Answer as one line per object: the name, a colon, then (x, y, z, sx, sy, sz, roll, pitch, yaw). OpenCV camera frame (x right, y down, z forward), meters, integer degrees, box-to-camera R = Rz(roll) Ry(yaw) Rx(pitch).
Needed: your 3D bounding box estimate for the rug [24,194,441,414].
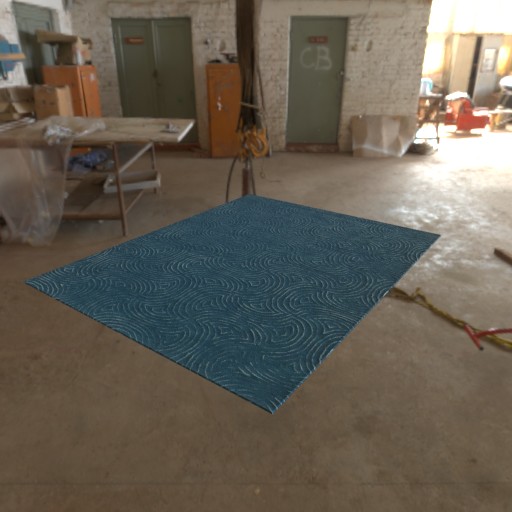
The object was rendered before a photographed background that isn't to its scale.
rug: (0.000, 0.000, 4.036, 2.432, 0.012, 3.033, 17, 30, 33)
